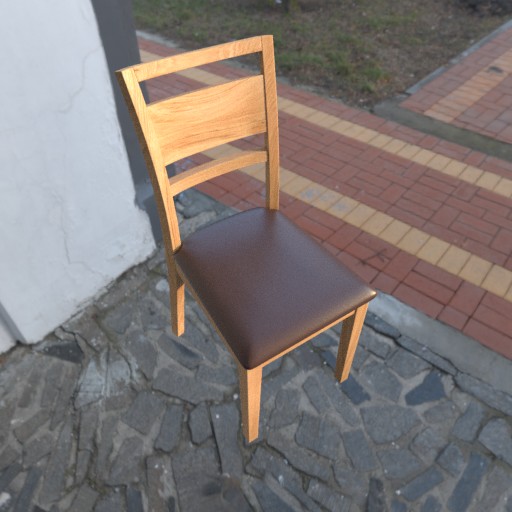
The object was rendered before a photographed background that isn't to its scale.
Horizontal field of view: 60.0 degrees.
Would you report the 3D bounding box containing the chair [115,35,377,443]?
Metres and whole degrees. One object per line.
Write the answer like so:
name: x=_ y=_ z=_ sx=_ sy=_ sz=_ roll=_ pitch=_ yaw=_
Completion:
chair: x=0.000 y=0.000 z=1.208 sx=0.420 sy=0.940 sz=0.545 roll=-25 pitch=50 yaw=-23
